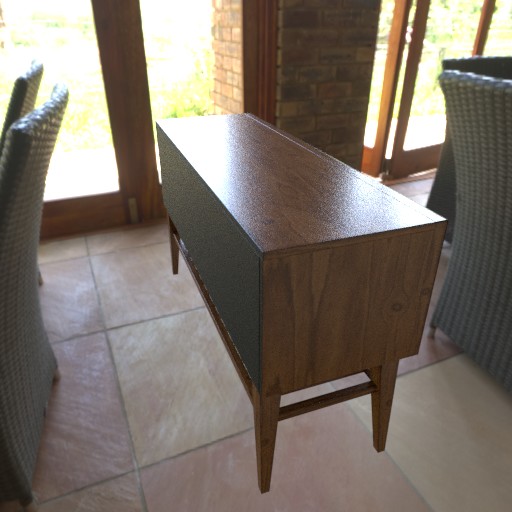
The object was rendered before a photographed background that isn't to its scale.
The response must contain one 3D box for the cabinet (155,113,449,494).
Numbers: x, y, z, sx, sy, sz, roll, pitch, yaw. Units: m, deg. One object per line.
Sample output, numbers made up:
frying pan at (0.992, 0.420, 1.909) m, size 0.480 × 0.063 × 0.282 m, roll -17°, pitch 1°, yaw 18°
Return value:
cabinet at (0.000, 0.000, 1.717) m, size 0.477 × 0.802 × 1.363 m, roll -10°, pitch 30°, yaw -18°
